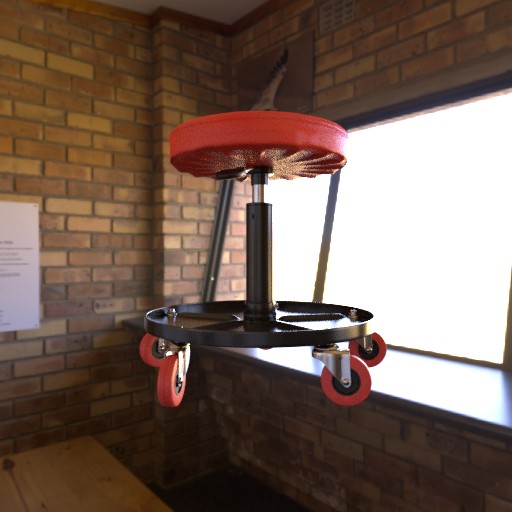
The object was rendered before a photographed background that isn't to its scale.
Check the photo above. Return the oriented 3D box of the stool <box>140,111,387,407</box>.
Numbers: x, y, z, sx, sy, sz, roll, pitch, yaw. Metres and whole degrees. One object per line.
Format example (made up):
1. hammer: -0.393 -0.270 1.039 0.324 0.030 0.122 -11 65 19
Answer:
1. stool: 0.000 0.000 0.679 0.381 0.365 0.382 0 0 17
